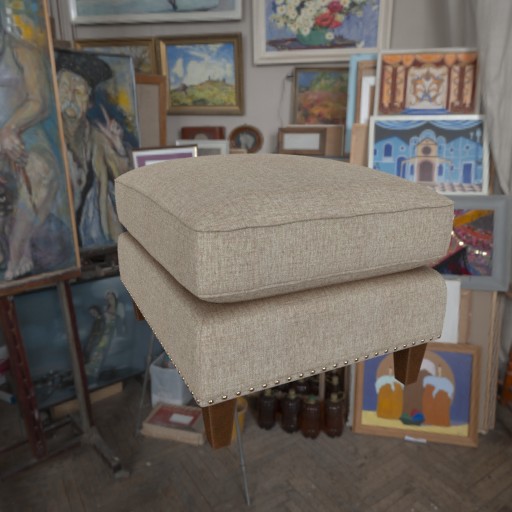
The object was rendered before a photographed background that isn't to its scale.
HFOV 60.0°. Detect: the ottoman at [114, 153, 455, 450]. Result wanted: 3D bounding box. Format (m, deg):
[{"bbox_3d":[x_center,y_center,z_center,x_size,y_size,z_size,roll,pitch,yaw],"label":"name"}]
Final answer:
[{"bbox_3d":[0.000,0.000,1.151,0.584,0.513,0.741,-8,18,-25],"label":"ottoman"}]
